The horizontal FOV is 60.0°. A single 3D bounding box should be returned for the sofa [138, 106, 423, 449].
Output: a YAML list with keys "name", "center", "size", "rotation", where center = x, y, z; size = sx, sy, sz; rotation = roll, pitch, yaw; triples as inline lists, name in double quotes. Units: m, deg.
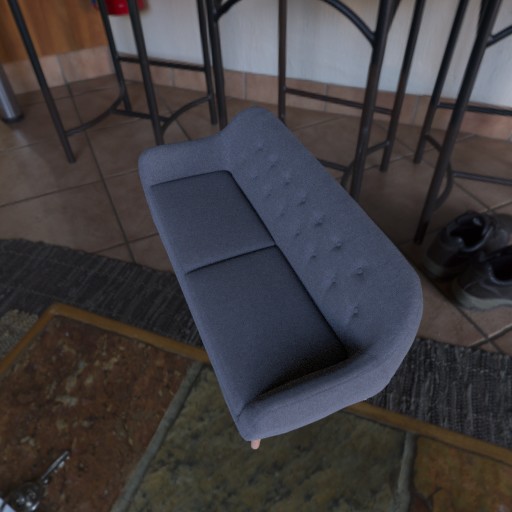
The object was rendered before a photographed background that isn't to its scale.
- name: "sofa"
  center: [0.000, 0.000, 2.318]
  size: [0.820, 0.820, 1.840]
  rotation: [-17, 48, -16]
